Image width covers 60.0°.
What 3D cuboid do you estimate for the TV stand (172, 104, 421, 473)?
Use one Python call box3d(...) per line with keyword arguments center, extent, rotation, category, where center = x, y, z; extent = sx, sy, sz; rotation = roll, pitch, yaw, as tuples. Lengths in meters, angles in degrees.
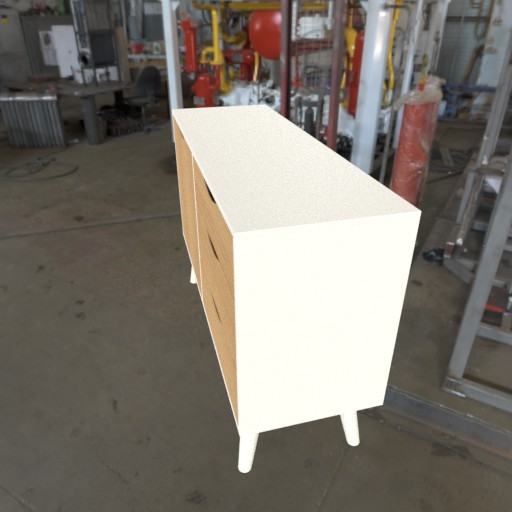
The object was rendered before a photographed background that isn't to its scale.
box3d(center=(0.000, 0.000, 1.593), extent=(0.406, 0.812, 1.193), rotation=(-8, 30, -13), category="TV stand")
